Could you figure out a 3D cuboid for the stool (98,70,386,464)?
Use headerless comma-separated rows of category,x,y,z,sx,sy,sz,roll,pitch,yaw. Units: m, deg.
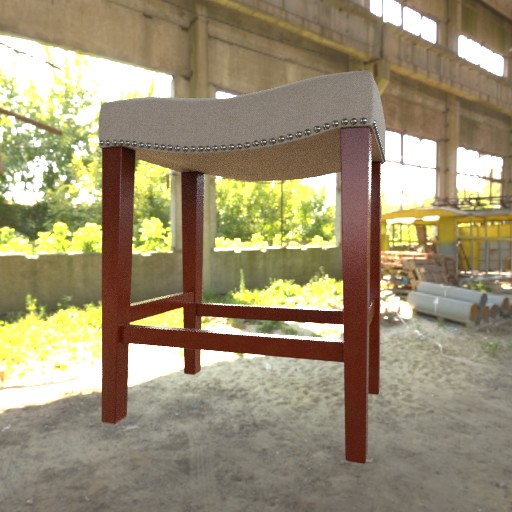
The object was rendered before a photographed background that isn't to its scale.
stool,0.000,0.000,0.928,0.509,0.632,0.375,1,2,19
